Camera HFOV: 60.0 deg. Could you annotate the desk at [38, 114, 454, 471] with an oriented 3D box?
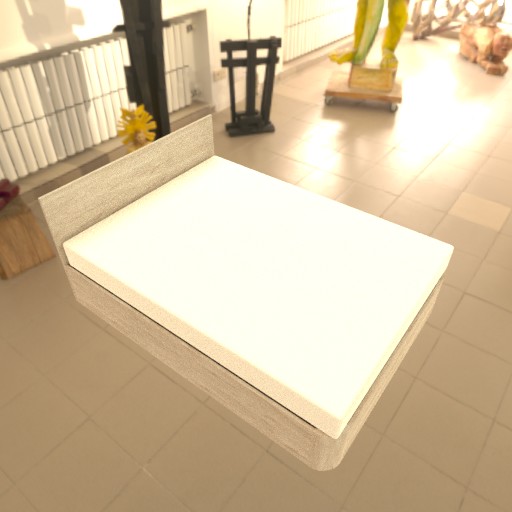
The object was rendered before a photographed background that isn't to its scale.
[{"bbox_3d":[0.000,0.000,2.646,1.900,0.800,1.400,26,47,27],"label":"desk"}]
